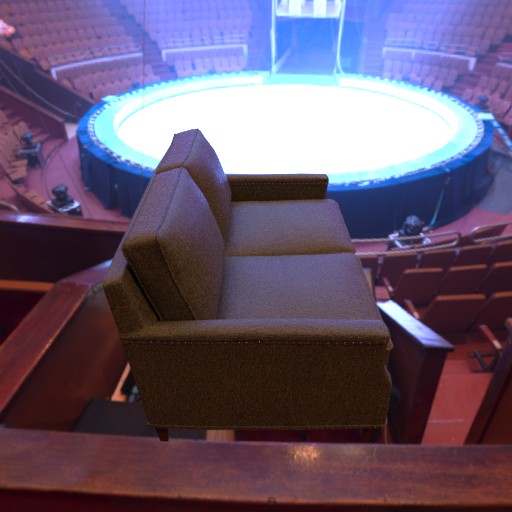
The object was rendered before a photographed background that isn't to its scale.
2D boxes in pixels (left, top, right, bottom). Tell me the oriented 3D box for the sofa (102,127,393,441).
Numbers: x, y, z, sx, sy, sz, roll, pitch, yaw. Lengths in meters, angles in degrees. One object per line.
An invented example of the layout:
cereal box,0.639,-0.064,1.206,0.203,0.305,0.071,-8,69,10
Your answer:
sofa,0.000,0.000,2.313,1.084,1.003,1.597,0,32,-1
